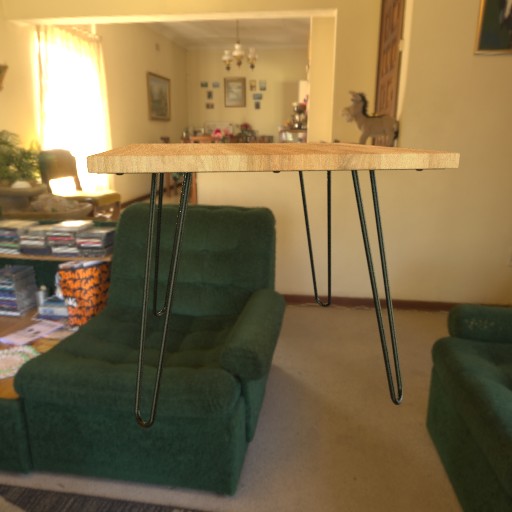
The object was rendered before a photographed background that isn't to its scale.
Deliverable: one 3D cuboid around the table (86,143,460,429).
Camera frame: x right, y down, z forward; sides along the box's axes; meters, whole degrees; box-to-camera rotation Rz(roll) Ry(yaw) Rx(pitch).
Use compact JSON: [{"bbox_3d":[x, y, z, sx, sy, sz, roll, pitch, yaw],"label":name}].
[{"bbox_3d":[0.000,0.000,1.048,0.599,0.500,0.599,-2,16,-8],"label":"table"}]
